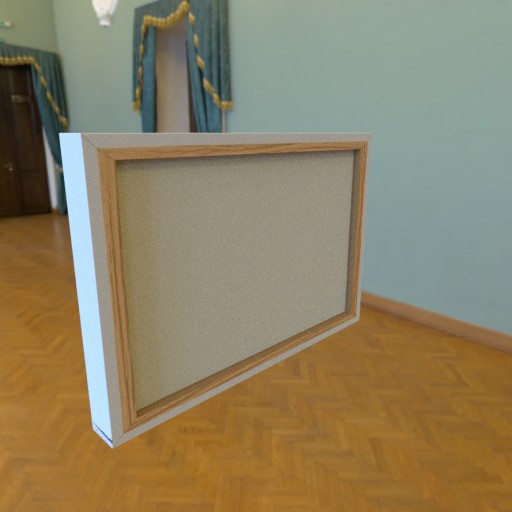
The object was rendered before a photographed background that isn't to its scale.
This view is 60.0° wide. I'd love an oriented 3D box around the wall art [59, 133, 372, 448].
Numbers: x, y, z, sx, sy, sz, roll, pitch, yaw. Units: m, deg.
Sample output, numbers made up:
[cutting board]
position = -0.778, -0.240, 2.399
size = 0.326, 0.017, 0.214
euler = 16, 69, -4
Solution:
[wall art]
position = 0.000, 0.000, 0.485
size = 0.381, 0.259, 0.038
euler = -15, 21, -43
